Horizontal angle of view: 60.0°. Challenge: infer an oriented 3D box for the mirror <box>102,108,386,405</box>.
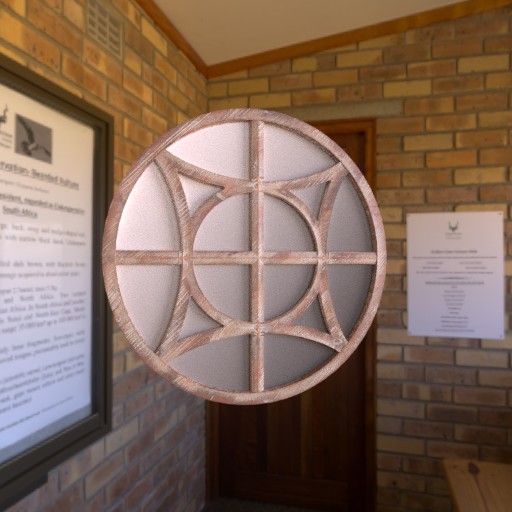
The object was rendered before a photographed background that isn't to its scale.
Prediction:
[{"bbox_3d":[0.000,0.000,1.084,0.710,0.710,0.038,0,-1,-17],"label":"mirror"}]
